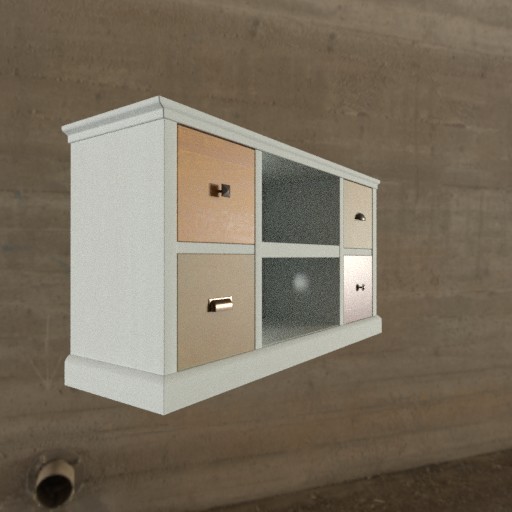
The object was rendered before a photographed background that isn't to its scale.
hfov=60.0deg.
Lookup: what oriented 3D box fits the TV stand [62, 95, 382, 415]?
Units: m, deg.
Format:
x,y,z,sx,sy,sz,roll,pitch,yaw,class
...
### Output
x,y,z,sx,sy,sz,roll,pitch,yaw,class
0.000,0.000,1.458,0.424,0.624,1.187,0,0,36,TV stand
